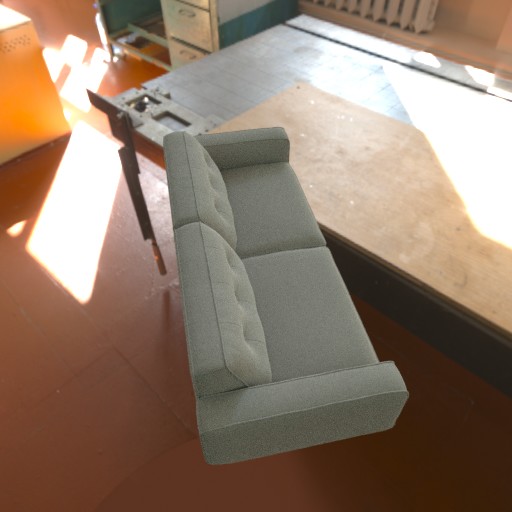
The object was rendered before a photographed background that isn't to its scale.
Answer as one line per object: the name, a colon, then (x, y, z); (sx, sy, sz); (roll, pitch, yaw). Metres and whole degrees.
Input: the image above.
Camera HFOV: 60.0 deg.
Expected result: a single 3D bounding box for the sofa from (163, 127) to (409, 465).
sofa: (0.000, 0.000, 2.762); (0.956, 0.781, 2.270); (-9, 48, -8)
